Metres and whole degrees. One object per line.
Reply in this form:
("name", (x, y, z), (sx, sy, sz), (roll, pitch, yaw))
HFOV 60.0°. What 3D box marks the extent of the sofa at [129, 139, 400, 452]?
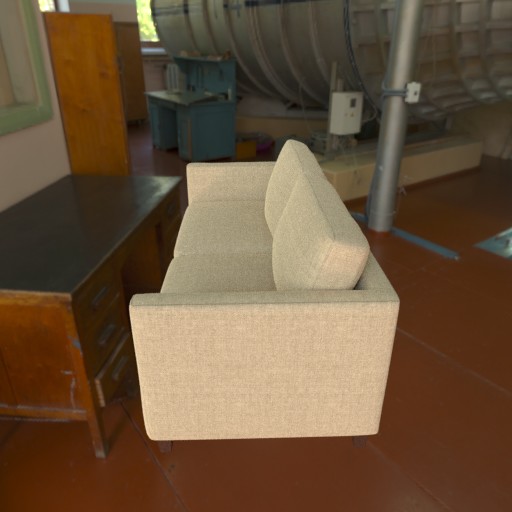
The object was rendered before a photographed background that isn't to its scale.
("sofa", (0.000, 0.000, 2.427), (0.950, 0.963, 1.884), (-1, 26, -2))
